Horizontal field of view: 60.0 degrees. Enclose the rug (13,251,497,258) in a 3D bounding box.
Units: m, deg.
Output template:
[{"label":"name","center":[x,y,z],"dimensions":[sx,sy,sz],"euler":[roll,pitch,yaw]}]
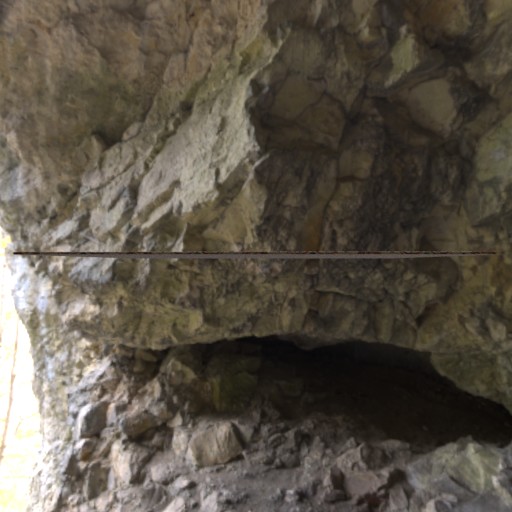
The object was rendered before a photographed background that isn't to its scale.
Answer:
[{"label":"rug","center":[0.000,0.000,4.151],"dimensions":[3.215,0.020,2.446],"euler":[0,-1,1]}]
